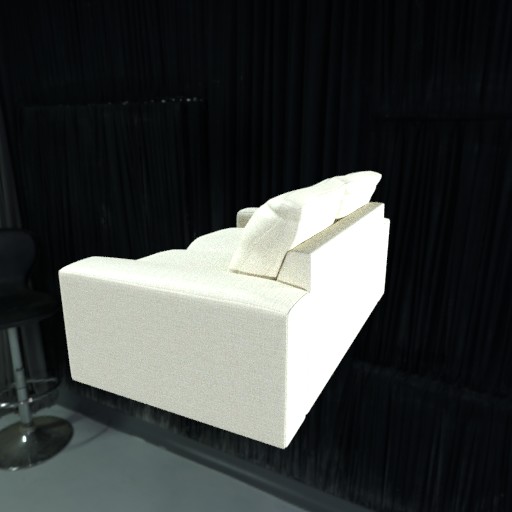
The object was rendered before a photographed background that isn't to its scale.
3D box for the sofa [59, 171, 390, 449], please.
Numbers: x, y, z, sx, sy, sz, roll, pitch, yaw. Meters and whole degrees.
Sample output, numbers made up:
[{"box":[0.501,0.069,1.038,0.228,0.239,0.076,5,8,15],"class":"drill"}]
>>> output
[{"box":[0.000,0.000,2.395,1.091,0.875,1.754,7,17,25],"class":"sofa"}]
